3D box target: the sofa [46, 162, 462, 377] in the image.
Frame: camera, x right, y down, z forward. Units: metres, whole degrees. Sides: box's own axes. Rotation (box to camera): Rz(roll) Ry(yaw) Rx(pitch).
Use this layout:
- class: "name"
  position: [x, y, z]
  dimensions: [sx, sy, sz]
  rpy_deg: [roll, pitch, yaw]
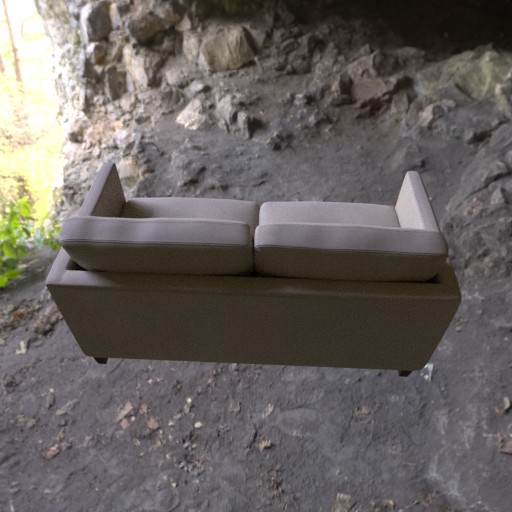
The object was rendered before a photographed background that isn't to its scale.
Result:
- class: "sofa"
  position: [0.000, 0.000, 2.418]
  dimensions: [1.846, 0.940, 0.950]
  rpy_deg: [2, 47, 2]
